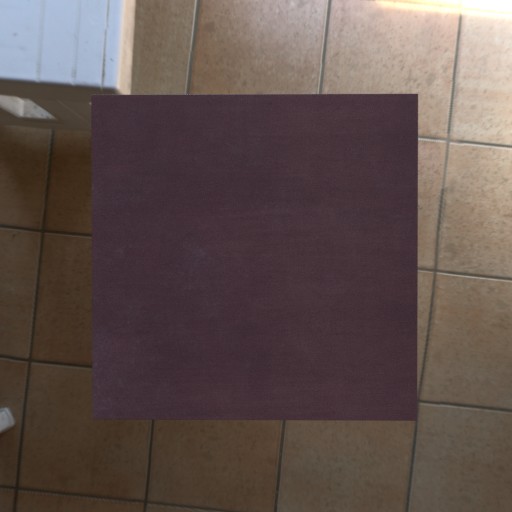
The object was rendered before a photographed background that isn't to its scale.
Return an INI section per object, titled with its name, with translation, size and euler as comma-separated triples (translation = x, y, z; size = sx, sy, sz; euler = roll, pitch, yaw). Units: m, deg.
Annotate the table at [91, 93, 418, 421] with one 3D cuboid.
[table]
translation = 0.000, 0.000, 1.666
size = 0.861, 0.991, 0.861
euler = 0, 91, 1
